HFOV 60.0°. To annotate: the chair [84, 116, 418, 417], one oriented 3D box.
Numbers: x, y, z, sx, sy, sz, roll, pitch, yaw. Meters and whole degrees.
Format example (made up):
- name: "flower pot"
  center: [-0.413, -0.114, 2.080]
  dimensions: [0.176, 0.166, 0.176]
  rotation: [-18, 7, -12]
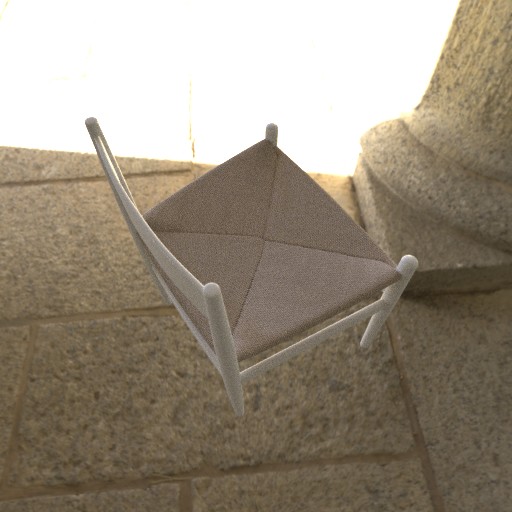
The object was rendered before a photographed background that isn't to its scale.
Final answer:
- name: "chair"
  center: [0.000, 0.000, 1.102]
  dimensions: [0.495, 0.762, 0.556]
  rotation: [-30, 62, -18]
